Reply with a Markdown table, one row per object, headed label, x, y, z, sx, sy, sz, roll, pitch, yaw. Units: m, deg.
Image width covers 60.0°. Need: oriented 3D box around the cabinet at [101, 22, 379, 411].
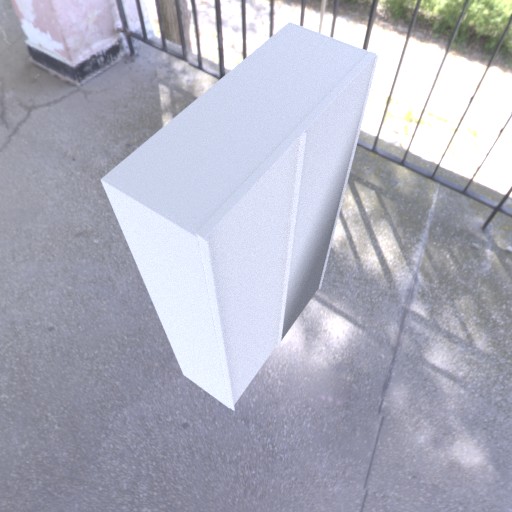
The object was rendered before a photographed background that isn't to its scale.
| label | x | y | z | sx | sy | sz | roll | pitch | yaw |
| --- | --- | --- | --- | --- | --- | --- | --- | --- | --- |
| cabinet | 0.000 | 0.000 | 2.681 | 0.480 | 2.160 | 1.250 | 30 | 62 | 18 |
